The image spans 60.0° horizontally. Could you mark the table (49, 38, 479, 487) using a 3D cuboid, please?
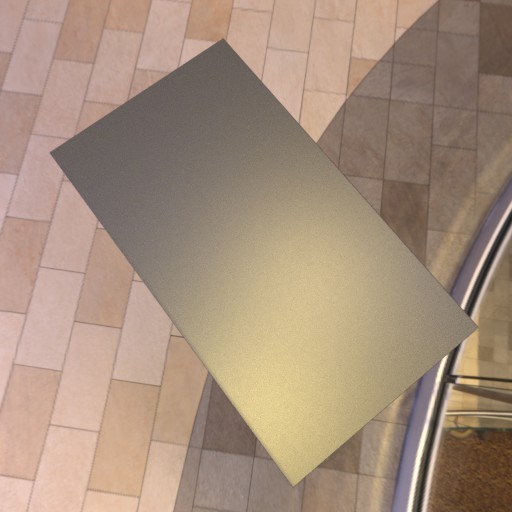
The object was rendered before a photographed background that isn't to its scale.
[{"bbox_3d":[0.000,0.000,1.405,0.612,0.493,1.068,-37,79,-8],"label":"table"}]
